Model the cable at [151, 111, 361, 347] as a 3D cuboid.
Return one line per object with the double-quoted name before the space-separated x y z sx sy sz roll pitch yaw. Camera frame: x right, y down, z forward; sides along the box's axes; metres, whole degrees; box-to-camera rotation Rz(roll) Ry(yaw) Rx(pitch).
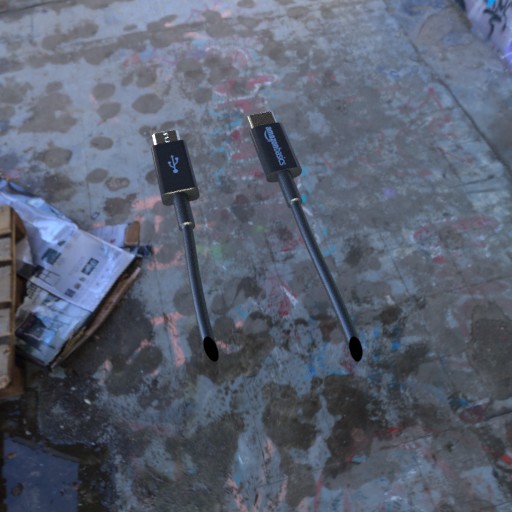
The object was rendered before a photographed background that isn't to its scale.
"cable" 0.000 0.000 0.113 0.040 0.006 0.098 -13 60 -8
